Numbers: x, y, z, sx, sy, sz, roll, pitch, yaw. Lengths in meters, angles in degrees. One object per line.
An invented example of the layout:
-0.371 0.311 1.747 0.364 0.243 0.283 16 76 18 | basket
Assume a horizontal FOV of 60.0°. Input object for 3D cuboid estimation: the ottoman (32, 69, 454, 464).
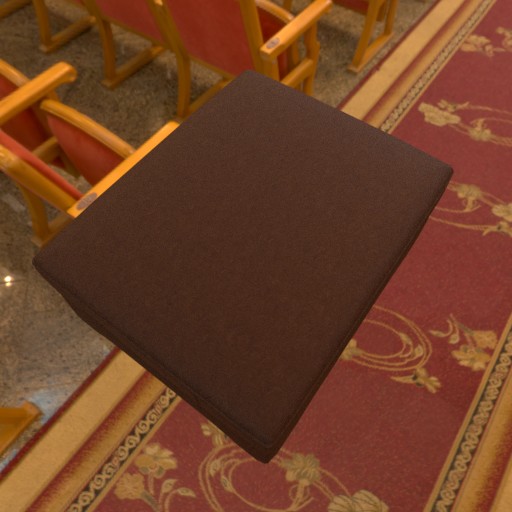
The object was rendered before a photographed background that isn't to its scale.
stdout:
0.000 0.000 1.776 0.967 0.730 1.187 32 65 17 | ottoman
